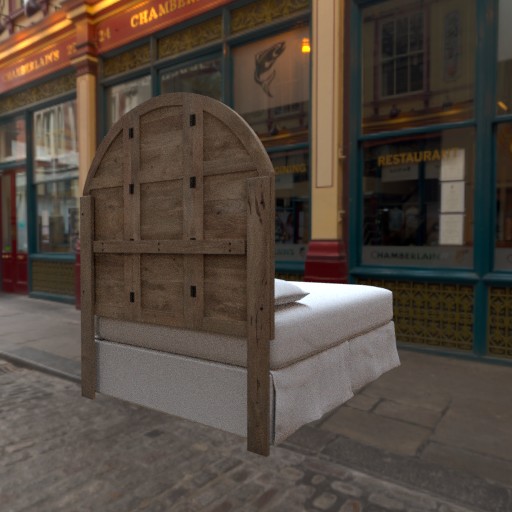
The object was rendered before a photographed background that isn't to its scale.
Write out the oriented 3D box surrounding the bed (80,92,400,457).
[{"bbox_3d":[0.000,0.000,3.573,1.713,2.002,2.112,1,2,35],"label":"bed"}]
